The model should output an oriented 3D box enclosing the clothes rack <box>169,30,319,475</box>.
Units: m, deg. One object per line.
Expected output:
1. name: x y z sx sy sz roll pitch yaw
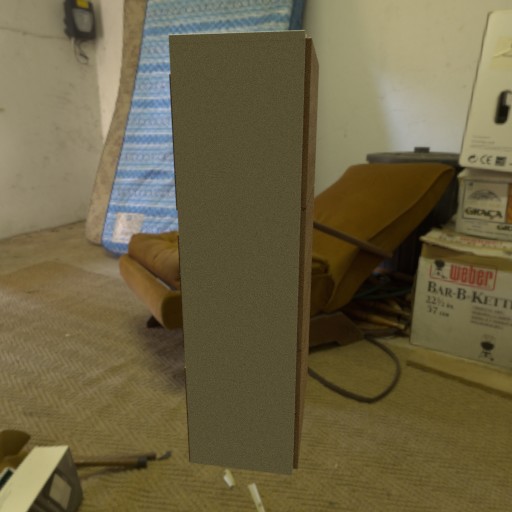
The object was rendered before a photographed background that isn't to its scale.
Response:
1. clothes rack: 0.000 0.000 1.394 0.331 1.187 0.500 3 17 9
